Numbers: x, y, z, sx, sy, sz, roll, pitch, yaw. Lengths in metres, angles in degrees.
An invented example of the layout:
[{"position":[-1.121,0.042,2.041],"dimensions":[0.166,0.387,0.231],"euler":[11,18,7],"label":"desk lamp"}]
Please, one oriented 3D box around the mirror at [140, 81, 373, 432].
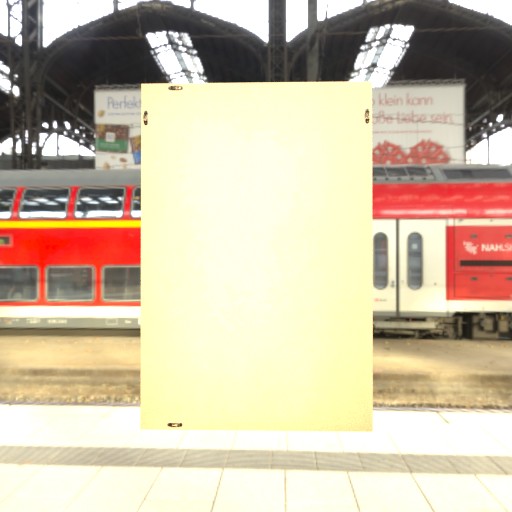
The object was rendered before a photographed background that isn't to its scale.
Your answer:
[{"position":[0.000,0.000,1.180],"dimensions":[0.609,0.915,0.040],"euler":[0,-1,2],"label":"mirror"}]
